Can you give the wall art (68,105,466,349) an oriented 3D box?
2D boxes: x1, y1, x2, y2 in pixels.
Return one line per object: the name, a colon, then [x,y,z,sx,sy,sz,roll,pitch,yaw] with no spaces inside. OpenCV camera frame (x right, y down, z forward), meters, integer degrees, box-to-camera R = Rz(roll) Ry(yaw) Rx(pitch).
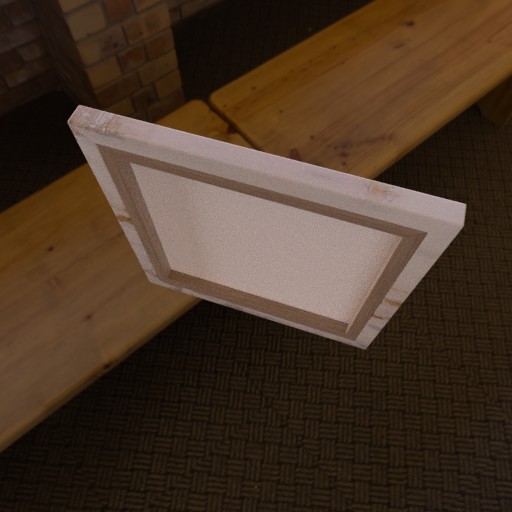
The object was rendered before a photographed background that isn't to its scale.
wall art: [0.000,0.000,0.930,0.611,0.613,0.040,16,64,8]
